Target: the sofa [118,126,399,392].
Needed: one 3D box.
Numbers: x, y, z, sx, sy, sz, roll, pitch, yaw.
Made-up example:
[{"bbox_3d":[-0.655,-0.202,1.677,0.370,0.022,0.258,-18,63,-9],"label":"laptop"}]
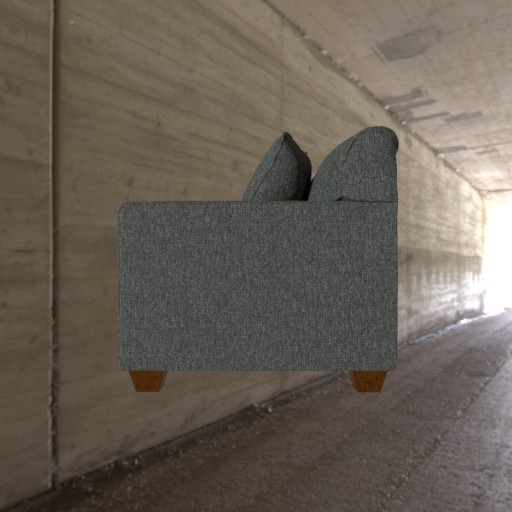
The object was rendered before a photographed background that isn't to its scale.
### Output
[{"bbox_3d":[0.000,0.000,2.402,0.998,0.958,1.846,0,-1,0],"label":"sofa"}]
